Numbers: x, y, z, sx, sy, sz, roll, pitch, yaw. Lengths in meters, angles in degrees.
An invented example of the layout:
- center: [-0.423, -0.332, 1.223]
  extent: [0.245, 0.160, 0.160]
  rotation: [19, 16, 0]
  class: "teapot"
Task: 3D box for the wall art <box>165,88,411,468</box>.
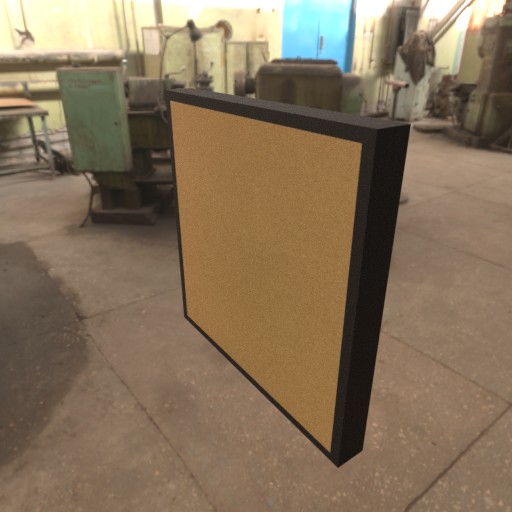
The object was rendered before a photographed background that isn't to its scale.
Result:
- center: [0.000, 0.000, 0.461]
  extent: [0.033, 0.304, 0.305]
  rotation: [-17, 31, -32]
  class: "wall art"
